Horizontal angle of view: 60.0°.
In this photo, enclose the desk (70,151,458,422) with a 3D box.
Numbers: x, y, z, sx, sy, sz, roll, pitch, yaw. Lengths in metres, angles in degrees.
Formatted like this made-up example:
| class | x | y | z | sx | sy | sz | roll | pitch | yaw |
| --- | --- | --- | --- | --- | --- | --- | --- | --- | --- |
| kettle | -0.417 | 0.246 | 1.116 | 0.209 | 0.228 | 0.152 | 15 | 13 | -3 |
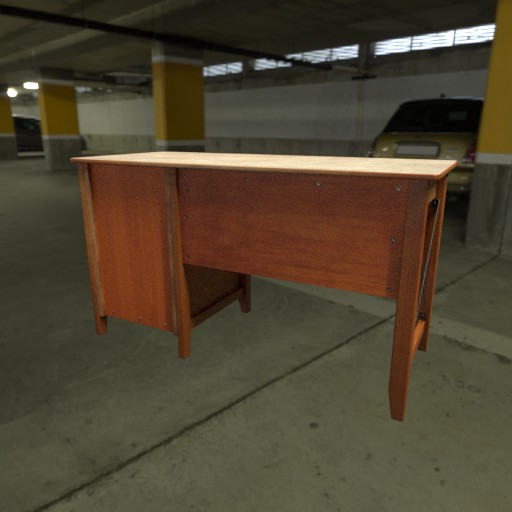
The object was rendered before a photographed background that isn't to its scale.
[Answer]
| class | x | y | z | sx | sy | sz | roll | pitch | yaw |
| --- | --- | --- | --- | --- | --- | --- | --- | --- | --- |
| desk | 0.000 | 0.000 | 1.770 | 1.353 | 0.756 | 0.574 | 8 | 18 | 27 |
